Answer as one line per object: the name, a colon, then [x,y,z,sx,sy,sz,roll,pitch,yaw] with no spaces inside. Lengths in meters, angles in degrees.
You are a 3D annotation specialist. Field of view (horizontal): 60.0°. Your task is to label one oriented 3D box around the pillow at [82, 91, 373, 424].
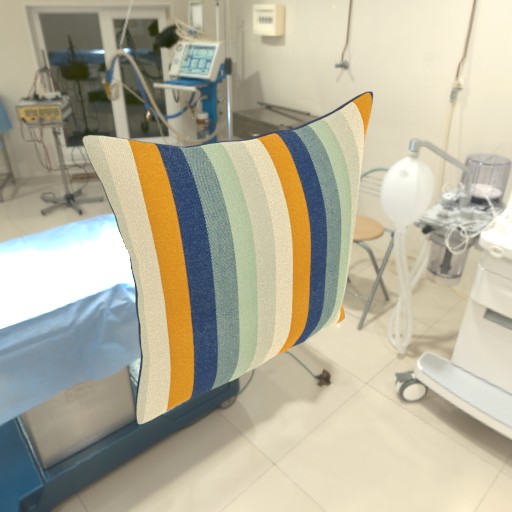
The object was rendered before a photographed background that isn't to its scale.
pillow: [0.000,0.000,0.706,0.463,0.454,0.173,-20,35,-31]
